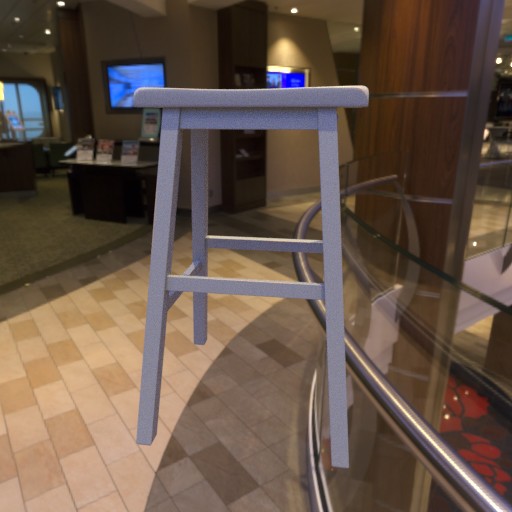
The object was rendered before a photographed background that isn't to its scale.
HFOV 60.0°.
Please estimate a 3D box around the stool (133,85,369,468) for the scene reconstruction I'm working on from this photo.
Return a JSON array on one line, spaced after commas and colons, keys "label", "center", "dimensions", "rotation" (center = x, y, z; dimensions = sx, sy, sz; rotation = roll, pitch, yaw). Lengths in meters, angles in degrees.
[{"label": "stool", "center": [0.000, 0.000, 1.046], "dimensions": [0.457, 0.737, 0.476], "rotation": [3, 18, 8]}]
